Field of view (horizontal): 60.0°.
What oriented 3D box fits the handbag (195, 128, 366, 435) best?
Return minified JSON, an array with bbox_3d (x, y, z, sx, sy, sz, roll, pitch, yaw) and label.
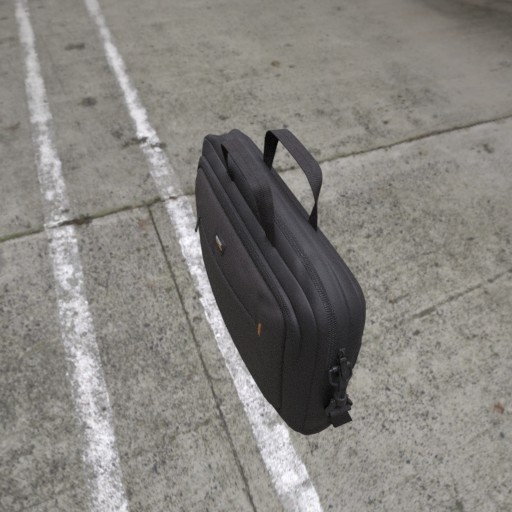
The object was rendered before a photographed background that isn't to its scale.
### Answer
[{"bbox_3d":[0.000,0.000,0.434,0.089,0.244,0.320,-17,49,-15],"label":"handbag"}]
